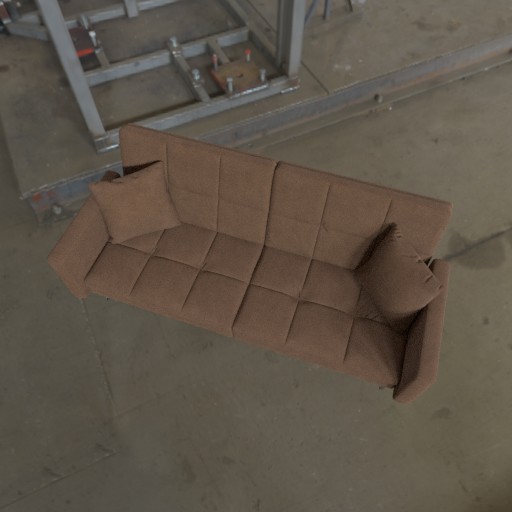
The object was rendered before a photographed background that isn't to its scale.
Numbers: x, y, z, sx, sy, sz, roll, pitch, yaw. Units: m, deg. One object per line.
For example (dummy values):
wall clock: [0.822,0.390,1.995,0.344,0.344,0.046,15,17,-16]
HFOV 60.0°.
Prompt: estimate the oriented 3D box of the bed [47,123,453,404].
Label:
bed: [0.000,0.000,2.371,1.905,0.787,0.889,16,60,10]
